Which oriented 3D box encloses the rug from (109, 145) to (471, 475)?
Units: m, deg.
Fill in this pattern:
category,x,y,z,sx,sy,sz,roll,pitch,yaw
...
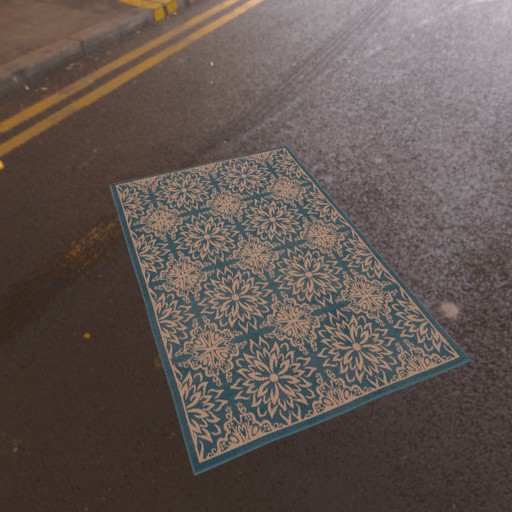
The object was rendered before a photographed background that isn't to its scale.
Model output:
category,x,y,z,sx,sy,sz,roll,pitch,yaw
rug,0.000,0.000,2.302,1.211,0.012,1.833,-16,47,-15
